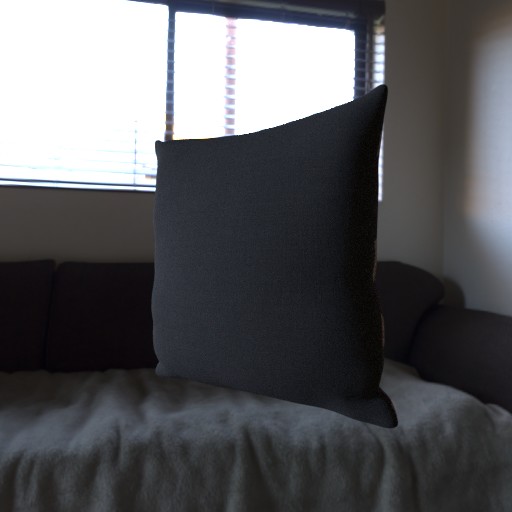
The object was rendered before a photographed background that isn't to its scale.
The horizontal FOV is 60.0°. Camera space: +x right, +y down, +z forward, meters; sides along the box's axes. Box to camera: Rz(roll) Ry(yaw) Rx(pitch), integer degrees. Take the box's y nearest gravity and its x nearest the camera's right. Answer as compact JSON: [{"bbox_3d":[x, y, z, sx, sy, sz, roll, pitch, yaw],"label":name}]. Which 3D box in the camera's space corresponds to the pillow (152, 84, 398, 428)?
[{"bbox_3d":[0.000,0.000,0.782,0.503,0.496,0.208,0,0,36],"label":"pillow"}]
